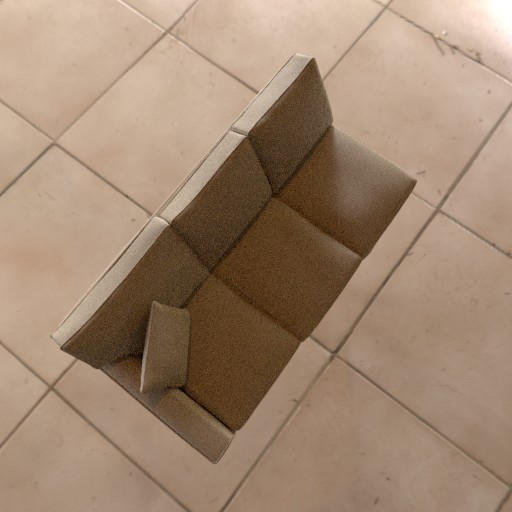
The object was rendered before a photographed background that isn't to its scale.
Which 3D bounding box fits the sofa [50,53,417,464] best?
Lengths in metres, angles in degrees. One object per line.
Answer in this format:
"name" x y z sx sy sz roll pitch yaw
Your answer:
"sofa" 0.000 0.000 2.538 1.034 0.946 1.962 36 77 10
